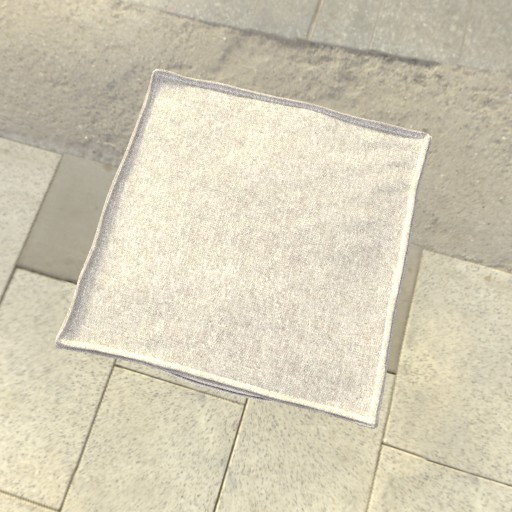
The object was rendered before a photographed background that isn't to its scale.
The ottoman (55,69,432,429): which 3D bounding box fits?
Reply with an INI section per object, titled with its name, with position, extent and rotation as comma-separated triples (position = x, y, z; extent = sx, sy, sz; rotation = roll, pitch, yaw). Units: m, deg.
[ottoman]
position = 0.000, 0.000, 1.162
extent = 0.707, 0.470, 0.696
rotation = 14, 76, 3
